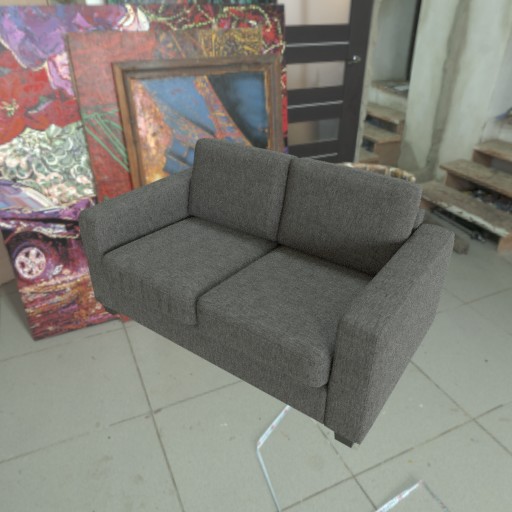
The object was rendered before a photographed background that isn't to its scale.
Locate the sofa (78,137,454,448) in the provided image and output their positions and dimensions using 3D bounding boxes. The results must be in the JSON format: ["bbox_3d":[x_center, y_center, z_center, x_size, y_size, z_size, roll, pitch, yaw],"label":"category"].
[{"bbox_3d":[0.000,0.000,2.061,1.520,0.800,0.900,20,36,30],"label":"sofa"}]
